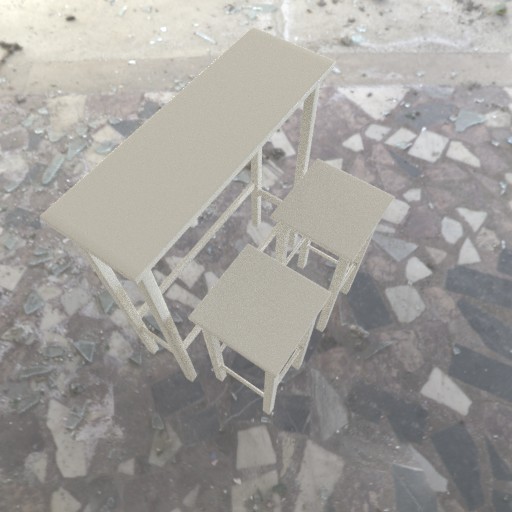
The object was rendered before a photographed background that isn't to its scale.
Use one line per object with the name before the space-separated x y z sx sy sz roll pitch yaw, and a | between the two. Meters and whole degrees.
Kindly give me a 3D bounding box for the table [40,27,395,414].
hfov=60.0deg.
table | 0.000 0.000 1.633 0.650 1.065 0.915 31 65 16
